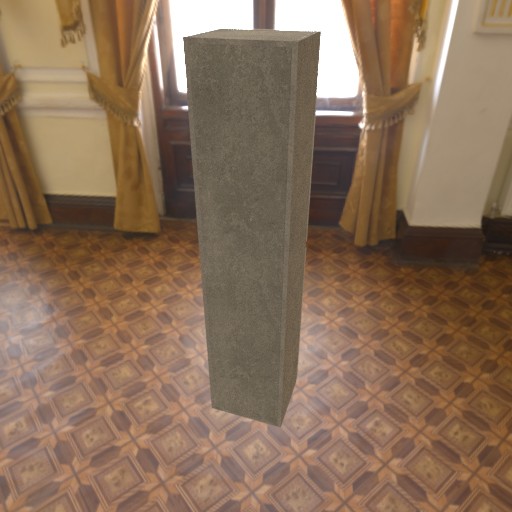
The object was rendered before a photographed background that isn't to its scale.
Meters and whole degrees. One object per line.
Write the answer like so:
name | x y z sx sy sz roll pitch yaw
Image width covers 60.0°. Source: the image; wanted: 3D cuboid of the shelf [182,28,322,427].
shelf | 0.000 0.000 1.554 0.300 1.400 0.270 10 33 16
